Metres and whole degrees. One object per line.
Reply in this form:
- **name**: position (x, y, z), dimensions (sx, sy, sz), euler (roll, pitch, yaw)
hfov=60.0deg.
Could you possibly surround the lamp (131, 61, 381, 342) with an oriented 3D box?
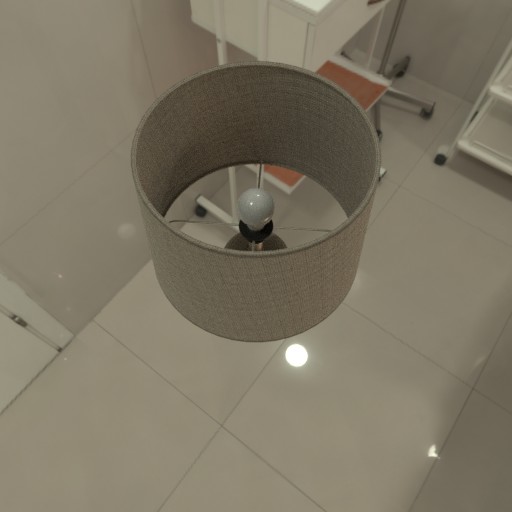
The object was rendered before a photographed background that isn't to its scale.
- **lamp**: position (0.000, 0.000, 0.837), dimensions (0.367, 0.609, 0.367), euler (0, 62, 0)
